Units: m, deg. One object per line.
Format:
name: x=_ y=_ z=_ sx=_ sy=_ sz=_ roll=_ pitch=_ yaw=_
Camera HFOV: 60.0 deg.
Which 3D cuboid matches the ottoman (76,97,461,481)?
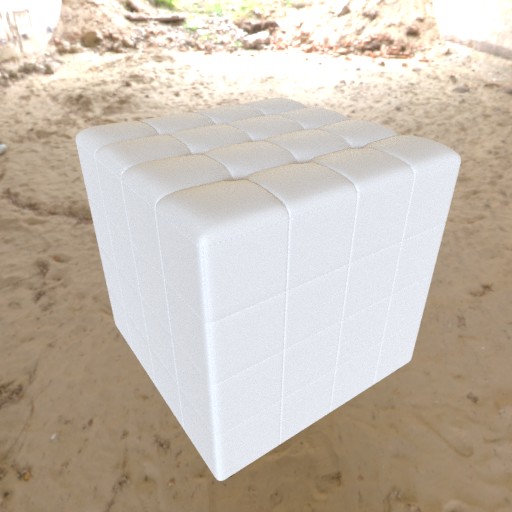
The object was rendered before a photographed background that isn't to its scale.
ottoman: x=0.000 y=0.000 z=0.776 sx=0.425 sy=0.432 sz=0.425 roll=-20 pitch=37 yaw=-29
